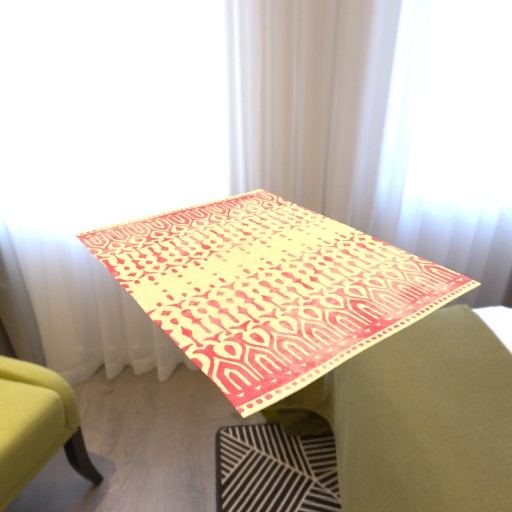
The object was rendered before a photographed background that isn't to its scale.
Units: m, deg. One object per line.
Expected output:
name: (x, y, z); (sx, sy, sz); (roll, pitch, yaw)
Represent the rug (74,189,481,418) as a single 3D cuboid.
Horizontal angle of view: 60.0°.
rug: (0.000, 0.000, 4.154); (2.441, 0.016, 3.095); (-18, 32, -32)
